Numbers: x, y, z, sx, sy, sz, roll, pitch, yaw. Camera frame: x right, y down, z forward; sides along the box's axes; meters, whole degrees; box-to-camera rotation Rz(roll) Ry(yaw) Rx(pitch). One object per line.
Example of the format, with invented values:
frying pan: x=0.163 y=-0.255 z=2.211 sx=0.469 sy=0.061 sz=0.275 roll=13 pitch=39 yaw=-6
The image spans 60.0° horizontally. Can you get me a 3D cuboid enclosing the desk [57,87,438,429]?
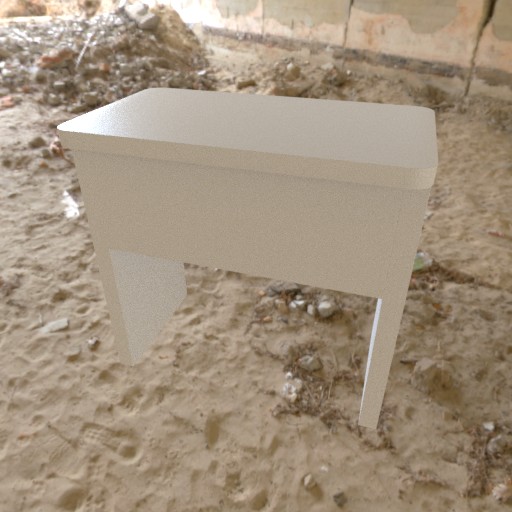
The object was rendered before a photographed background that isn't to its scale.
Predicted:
desk: x=0.000 y=0.000 z=1.230 sx=0.790 sy=0.760 sz=0.446 roll=10 pitch=34 yaw=15
